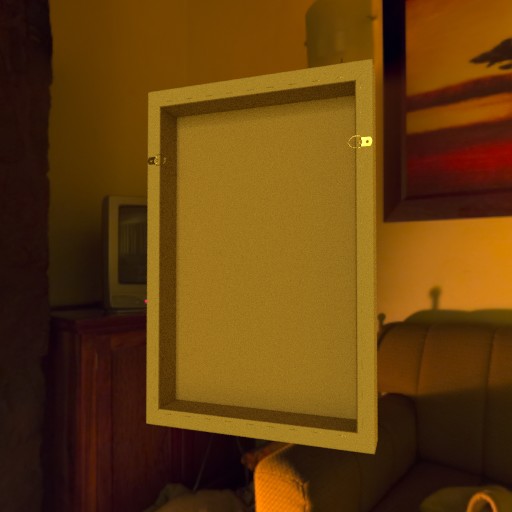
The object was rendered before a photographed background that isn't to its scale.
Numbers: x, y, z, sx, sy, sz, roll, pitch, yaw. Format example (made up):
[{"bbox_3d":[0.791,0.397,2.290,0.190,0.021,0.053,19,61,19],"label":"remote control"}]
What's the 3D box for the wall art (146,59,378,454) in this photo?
[{"bbox_3d":[0.000,0.000,0.486,0.252,0.381,0.039,0,-1,19],"label":"wall art"}]
